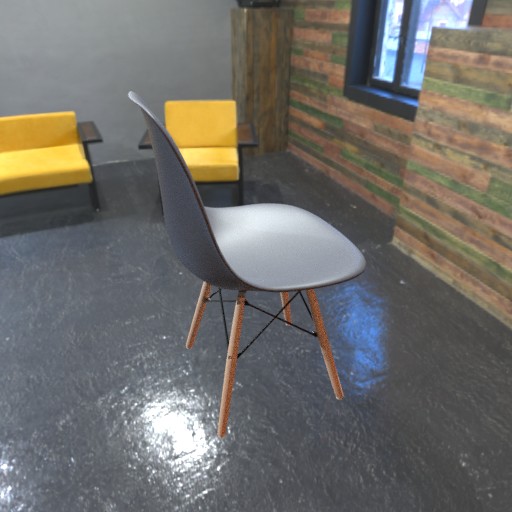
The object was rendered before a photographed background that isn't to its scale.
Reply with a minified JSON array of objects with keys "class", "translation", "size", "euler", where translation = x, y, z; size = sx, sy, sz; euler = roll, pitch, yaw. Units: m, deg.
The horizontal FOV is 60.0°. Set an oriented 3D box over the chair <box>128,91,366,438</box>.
[{"class":"chair","translation":[0.000,0.000,1.156],"size":[0.533,0.826,0.470],"euler":[-11,32,-18]}]
